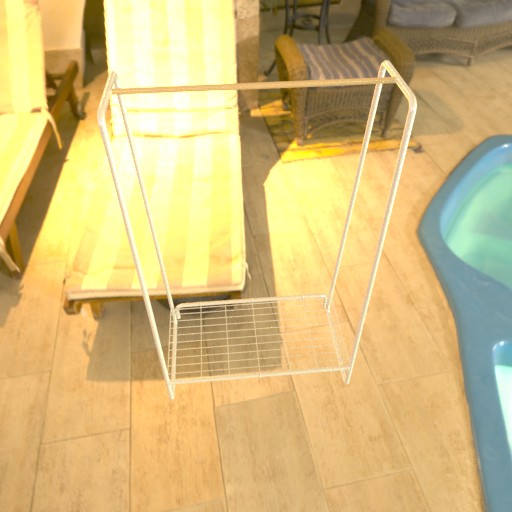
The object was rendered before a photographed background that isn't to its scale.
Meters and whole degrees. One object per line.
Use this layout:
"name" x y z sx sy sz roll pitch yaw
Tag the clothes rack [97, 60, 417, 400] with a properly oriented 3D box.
"clothes rack" 0.000 0.000 1.867 0.900 1.500 0.495 -4 46 -4
